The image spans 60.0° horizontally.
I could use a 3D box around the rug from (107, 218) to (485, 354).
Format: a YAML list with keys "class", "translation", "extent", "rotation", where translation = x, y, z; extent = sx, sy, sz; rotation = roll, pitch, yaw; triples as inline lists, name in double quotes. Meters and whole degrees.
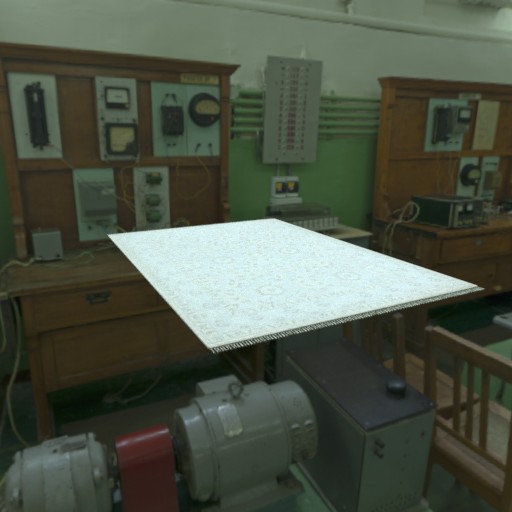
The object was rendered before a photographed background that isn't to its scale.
- class: "rug"
  translation: [0.000, 0.000, 2.911]
  extent: [1.514, 0.011, 2.233]
  rotation: [-8, 17, -26]
